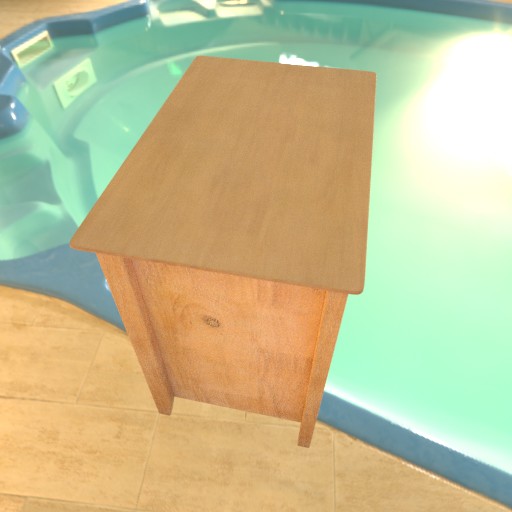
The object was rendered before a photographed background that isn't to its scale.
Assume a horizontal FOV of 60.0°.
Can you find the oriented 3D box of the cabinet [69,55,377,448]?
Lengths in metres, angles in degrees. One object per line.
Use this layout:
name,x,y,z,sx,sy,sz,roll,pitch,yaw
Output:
cabinet,0.000,0.000,1.254,0.503,0.762,0.763,9,48,8
